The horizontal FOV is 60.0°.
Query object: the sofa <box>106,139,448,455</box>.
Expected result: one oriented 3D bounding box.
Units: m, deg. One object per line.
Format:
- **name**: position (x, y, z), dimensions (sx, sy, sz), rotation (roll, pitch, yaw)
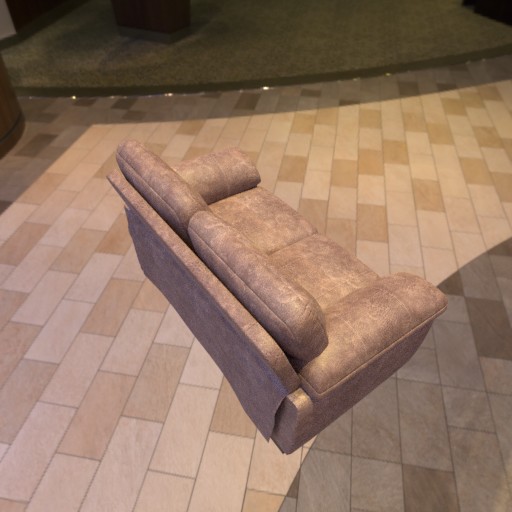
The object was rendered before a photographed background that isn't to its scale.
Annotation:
- **sofa**: position (0.000, 0.000, 2.422), dimensions (0.991, 0.991, 1.753), rotation (-26, 48, -26)
